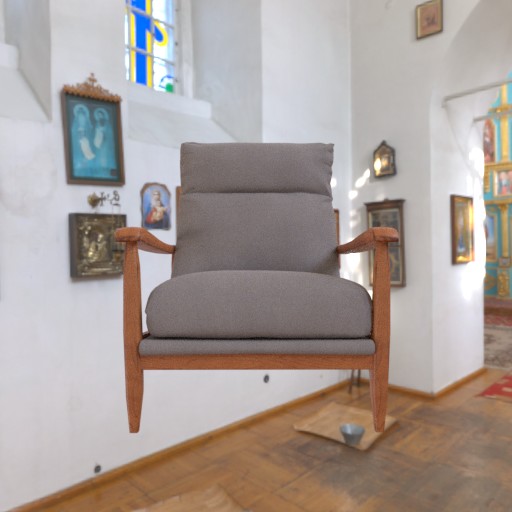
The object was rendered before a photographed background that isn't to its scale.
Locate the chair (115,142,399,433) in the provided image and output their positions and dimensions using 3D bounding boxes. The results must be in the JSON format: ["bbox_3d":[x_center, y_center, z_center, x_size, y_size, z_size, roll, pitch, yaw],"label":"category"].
[{"bbox_3d":[0.000,0.000,1.525,0.782,0.922,0.816,0,0,0],"label":"chair"}]
